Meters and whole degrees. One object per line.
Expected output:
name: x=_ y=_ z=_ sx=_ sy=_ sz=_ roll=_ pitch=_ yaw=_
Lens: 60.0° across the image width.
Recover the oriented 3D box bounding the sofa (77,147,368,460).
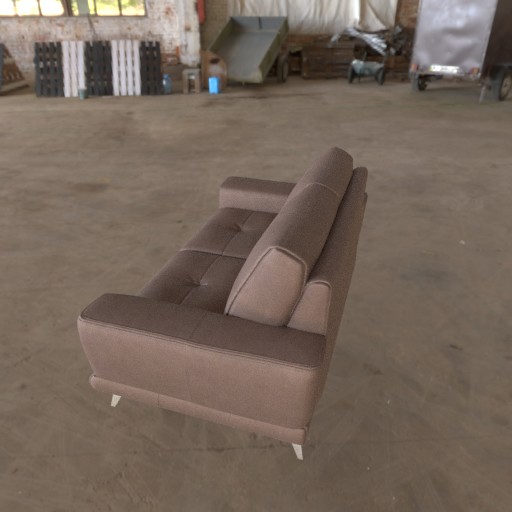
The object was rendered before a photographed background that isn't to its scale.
sofa: x=0.000 y=0.000 z=2.426 sx=1.018 sy=0.907 sz=1.806 roll=9 pitch=31 yaw=15
